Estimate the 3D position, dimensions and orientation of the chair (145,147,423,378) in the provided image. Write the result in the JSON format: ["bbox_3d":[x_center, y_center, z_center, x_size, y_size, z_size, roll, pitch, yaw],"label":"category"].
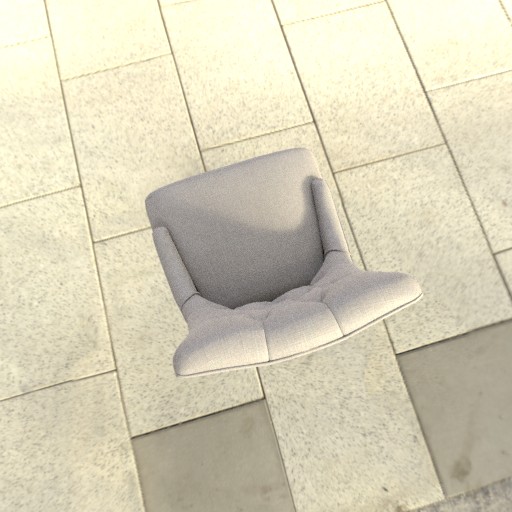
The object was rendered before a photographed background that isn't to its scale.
[{"bbox_3d":[0.000,0.000,1.207,0.509,0.874,0.565,-18,77,-4],"label":"chair"}]
